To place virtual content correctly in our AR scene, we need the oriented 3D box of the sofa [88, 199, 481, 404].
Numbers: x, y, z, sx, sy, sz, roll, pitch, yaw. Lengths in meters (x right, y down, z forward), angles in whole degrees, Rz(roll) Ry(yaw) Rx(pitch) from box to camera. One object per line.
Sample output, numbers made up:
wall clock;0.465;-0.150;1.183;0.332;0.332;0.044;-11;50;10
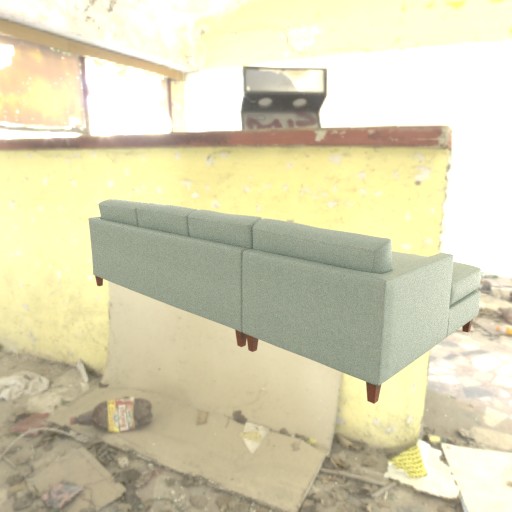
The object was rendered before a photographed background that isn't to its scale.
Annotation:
sofa;0.000;0.000;4.099;3.470;0.953;1.600;12;18;43
